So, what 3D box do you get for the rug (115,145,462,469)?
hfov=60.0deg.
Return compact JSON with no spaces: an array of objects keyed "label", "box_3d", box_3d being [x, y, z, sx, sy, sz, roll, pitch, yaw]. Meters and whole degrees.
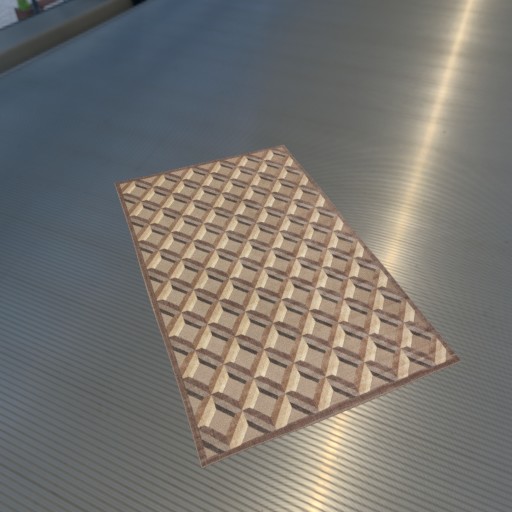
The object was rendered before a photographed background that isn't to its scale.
[{"label":"rug","box_3d":[0.000,0.000,2.134,1.066,0.011,1.677,-16,48,-15]}]
